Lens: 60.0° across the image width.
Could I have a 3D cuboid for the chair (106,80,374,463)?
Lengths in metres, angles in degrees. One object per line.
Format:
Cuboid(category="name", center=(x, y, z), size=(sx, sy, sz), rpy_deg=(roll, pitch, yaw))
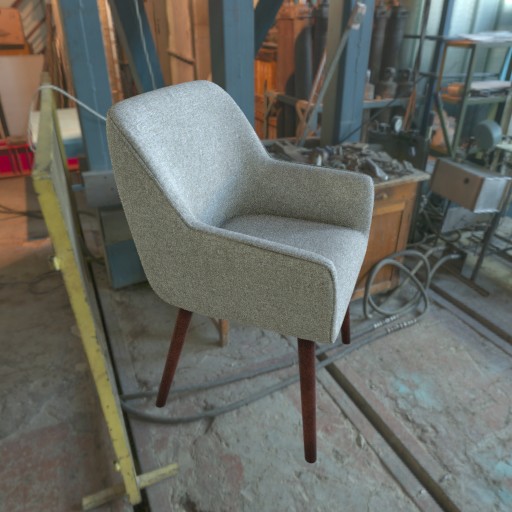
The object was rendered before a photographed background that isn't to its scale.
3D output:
Cuboid(category="chair", center=(0.000, 0.000, 1.157), size=(0.519, 0.803, 0.543), rpy_deg=(10, 31, 18))
